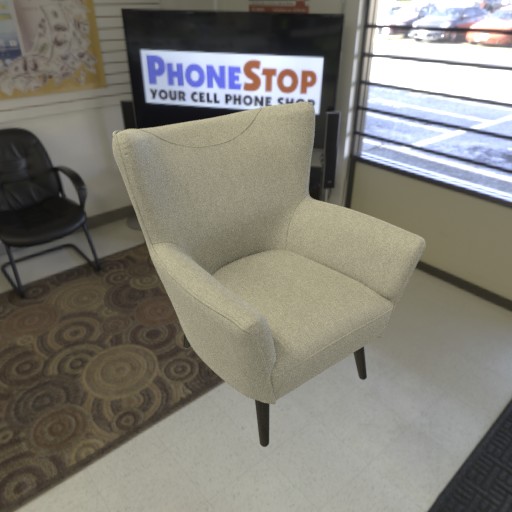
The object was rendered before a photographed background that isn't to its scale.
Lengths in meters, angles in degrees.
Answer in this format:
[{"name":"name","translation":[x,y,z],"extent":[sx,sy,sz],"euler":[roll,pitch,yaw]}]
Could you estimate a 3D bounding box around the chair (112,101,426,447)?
[{"name":"chair","translation":[0.000,0.000,1.607],"extent":[0.781,0.933,0.888],"euler":[-21,36,-32]}]
